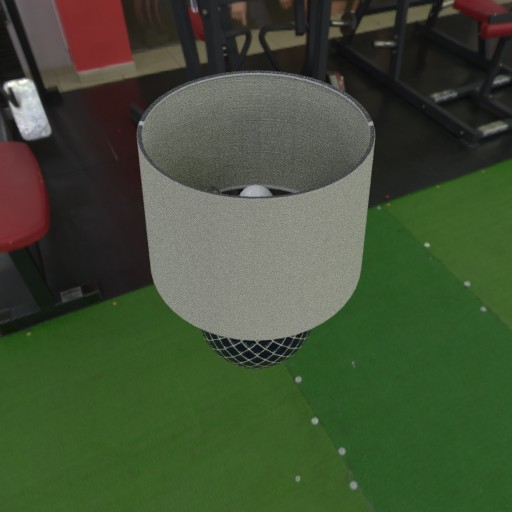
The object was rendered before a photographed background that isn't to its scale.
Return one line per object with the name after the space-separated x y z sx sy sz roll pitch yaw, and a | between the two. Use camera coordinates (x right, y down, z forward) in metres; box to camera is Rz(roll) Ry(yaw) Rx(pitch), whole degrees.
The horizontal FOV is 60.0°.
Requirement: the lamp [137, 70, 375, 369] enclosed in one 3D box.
0.000 0.000 0.810 0.376 0.540 0.376 0 47 0 | lamp
